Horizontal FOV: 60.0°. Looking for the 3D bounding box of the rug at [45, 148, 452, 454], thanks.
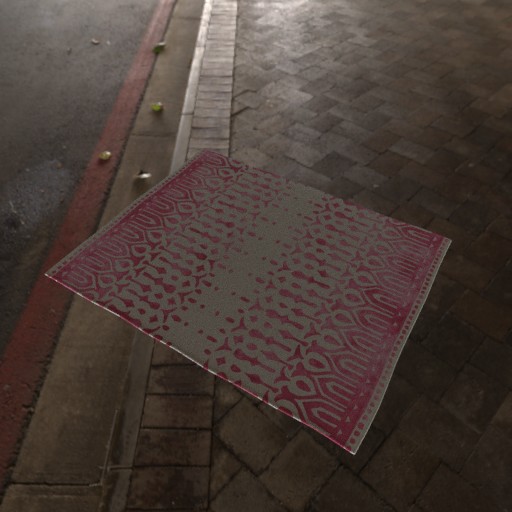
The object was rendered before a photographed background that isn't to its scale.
[{"bbox_3d":[0.000,0.000,4.232,3.095,0.016,2.441,24,51,21],"label":"rug"}]
